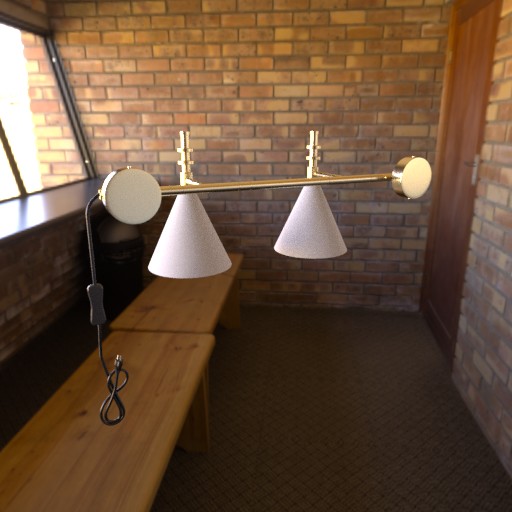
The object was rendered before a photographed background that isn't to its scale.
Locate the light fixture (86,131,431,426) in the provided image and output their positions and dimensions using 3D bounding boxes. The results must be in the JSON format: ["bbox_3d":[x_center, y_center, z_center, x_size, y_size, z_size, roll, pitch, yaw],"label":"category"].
[{"bbox_3d":[0.000,0.000,0.864,0.642,0.468,0.239,-8,18,-25],"label":"light fixture"}]
